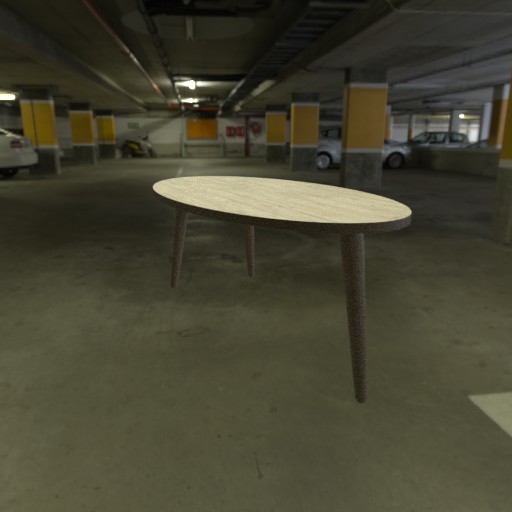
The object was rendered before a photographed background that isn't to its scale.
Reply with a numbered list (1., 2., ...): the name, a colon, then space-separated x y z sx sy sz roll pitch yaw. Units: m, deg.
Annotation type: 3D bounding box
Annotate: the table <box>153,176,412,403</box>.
1. table: 0.000 0.000 1.327 0.542 0.390 1.083 -7 16 -25
